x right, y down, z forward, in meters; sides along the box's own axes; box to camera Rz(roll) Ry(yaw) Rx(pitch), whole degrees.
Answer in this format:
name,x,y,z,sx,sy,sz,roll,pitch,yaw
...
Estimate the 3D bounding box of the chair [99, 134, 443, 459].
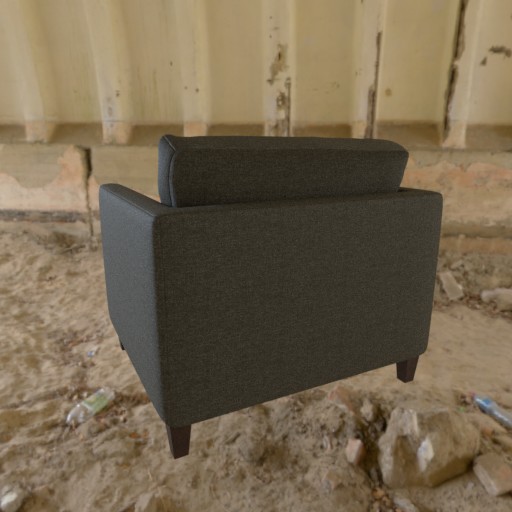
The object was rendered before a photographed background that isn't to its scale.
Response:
name,x,y,z,sx,sy,sz,roll,pitch,yaw
chair,0.000,0.000,1.836,1.107,0.963,0.959,-8,17,-26
